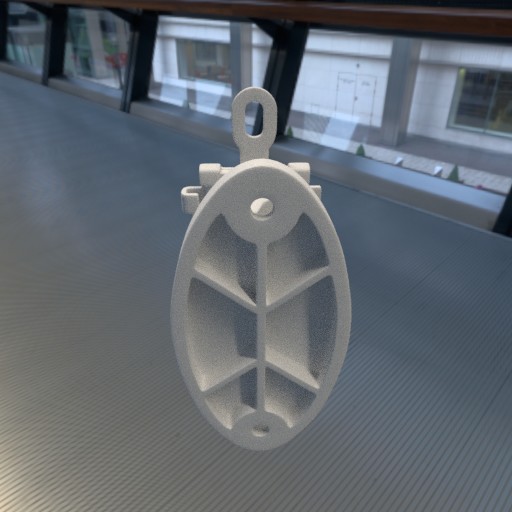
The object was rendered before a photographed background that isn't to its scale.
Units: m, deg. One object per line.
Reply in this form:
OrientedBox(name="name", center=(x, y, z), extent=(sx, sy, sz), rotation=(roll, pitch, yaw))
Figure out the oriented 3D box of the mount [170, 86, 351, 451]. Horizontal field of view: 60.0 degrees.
OrientedBox(name="mount", center=(0.000, 0.000, 0.174), extent=(0.066, 0.118, 0.100), rotation=(-1, 31, -2))
